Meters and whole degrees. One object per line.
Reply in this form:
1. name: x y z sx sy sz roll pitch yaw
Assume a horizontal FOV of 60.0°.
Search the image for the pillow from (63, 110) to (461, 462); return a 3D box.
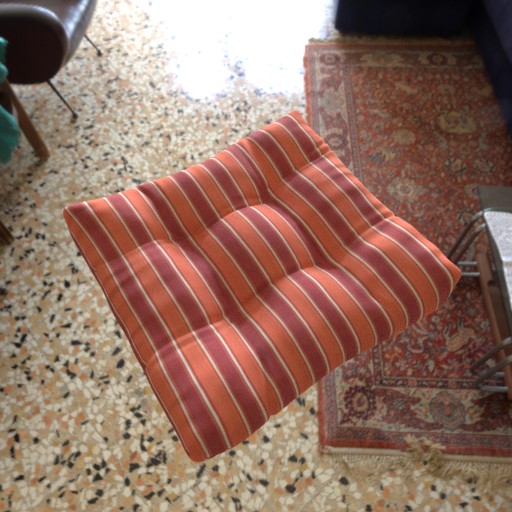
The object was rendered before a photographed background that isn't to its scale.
1. pillow: 0.000 0.000 0.741 0.490 0.133 0.468 -29 62 -17
